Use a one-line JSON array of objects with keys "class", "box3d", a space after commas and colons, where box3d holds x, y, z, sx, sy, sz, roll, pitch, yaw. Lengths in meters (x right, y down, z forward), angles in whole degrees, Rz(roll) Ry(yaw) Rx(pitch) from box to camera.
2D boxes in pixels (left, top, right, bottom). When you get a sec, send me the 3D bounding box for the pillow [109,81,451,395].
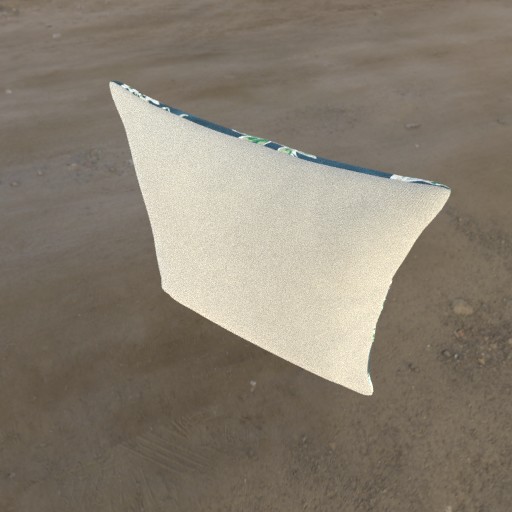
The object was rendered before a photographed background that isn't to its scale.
[{"class": "pillow", "box3d": [0.000, 0.000, 0.776, 0.525, 0.508, 0.166, 24, 50, 21]}]
